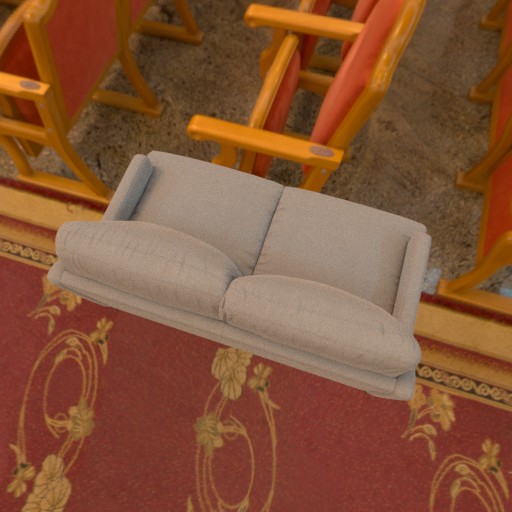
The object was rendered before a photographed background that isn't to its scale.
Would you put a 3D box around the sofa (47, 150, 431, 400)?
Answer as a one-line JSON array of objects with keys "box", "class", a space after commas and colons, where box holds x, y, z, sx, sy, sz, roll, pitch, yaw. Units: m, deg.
[{"box": [0.000, 0.000, 2.176, 1.589, 0.921, 0.987, 17, 66, 8], "class": "sofa"}]
